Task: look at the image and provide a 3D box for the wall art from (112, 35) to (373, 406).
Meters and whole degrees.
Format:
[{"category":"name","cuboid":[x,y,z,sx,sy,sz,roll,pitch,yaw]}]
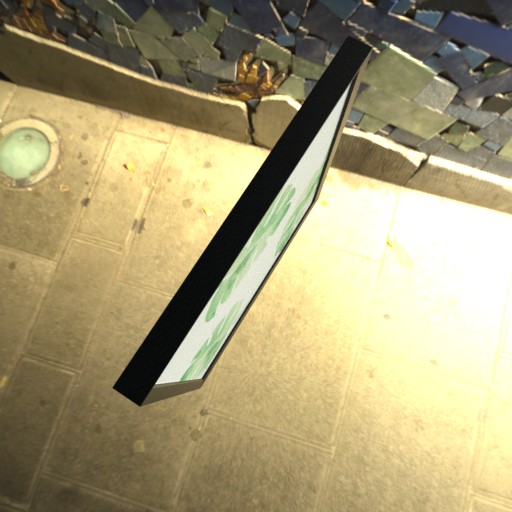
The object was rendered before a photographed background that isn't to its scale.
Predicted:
[{"category":"wall art","cuboid":[0.000,0.000,0.754,0.036,0.508,0.508,31,77,8]}]
